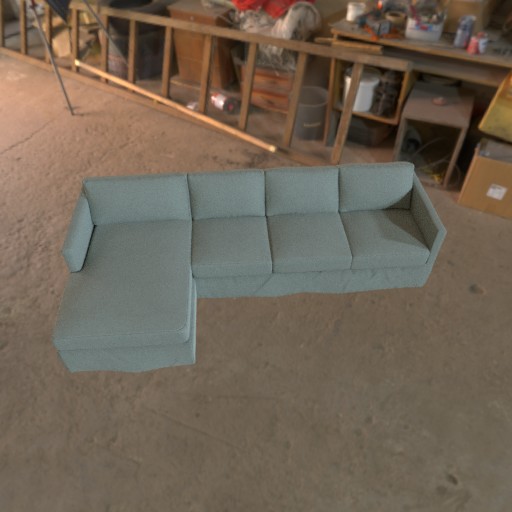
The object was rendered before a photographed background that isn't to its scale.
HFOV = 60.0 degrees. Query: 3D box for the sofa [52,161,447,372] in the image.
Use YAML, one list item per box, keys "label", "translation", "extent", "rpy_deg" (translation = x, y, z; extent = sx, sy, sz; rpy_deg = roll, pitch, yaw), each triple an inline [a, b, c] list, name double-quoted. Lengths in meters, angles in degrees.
- label: "sofa"
  translation: [0.000, 0.000, 3.878]
  extent: [3.205, 0.922, 1.650]
  rpy_deg: [-3, 46, -3]
